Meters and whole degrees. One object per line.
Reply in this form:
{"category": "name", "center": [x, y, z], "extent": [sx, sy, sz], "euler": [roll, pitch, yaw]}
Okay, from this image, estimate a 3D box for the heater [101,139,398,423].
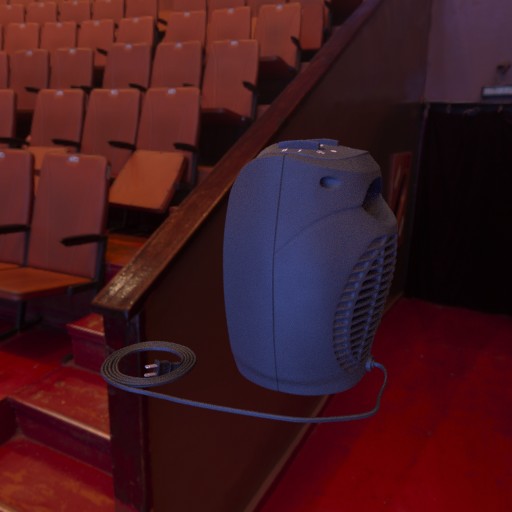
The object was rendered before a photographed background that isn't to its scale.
{"category": "heater", "center": [0.000, 0.000, 0.471], "extent": [0.291, 0.240, 0.239], "euler": [8, 18, 25]}
